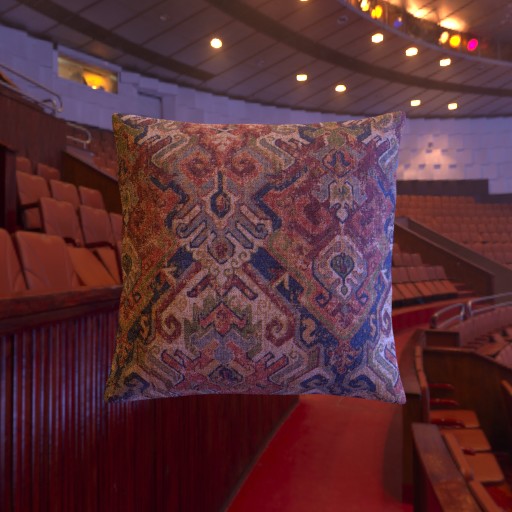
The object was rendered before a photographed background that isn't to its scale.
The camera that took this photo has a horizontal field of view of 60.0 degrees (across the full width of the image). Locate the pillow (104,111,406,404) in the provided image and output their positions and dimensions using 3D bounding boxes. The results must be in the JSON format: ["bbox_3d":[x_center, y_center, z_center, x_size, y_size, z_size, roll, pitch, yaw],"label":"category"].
[{"bbox_3d":[0.000,0.000,0.770,0.523,0.506,0.166,0,-1,1],"label":"pillow"}]
